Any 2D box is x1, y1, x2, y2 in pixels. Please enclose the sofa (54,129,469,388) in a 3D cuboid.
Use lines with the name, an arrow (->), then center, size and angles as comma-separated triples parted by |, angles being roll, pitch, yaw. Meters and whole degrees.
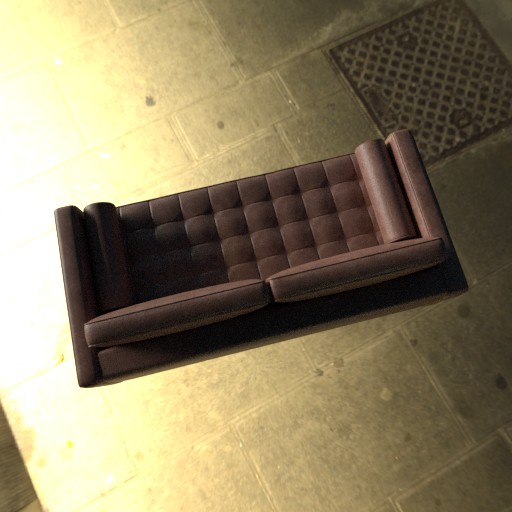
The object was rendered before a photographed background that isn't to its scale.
sofa -> 0.000, 0.000, 2.310 | 1.870, 0.760, 0.910 | -13, 77, -3
